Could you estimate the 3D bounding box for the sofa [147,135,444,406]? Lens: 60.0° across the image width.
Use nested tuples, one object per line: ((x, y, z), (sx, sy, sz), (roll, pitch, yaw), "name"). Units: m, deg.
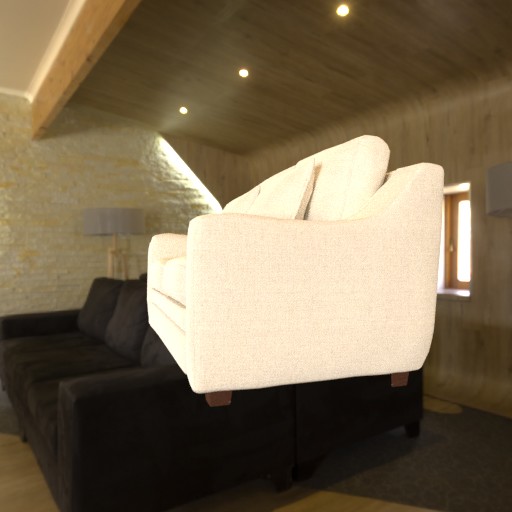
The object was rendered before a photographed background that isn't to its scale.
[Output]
((0.000, 0.000, 2.398), (1.040, 1.047, 1.744), (0, 0, -19), "sofa")
